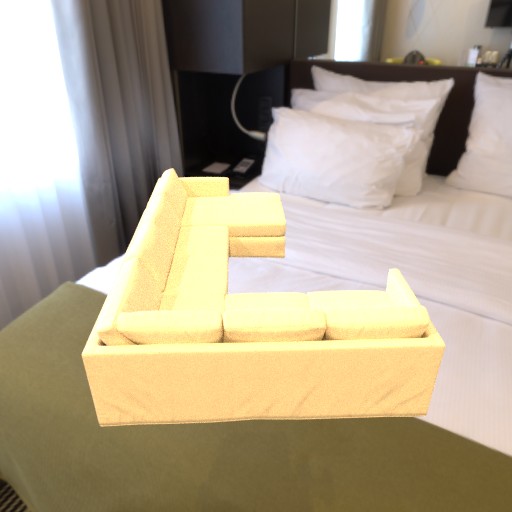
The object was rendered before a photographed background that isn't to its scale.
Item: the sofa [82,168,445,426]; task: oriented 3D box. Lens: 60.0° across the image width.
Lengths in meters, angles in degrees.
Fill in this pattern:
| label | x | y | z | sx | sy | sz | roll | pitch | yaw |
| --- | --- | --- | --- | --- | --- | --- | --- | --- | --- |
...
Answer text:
| label | x | y | z | sx | sy | sz | roll | pitch | yaw |
| --- | --- | --- | --- | --- | --- | --- | --- | --- | --- |
| sofa | 0.000 | 0.000 | 4.542 | 2.427 | 0.882 | 3.460 | -1 | 29 | -2 |
